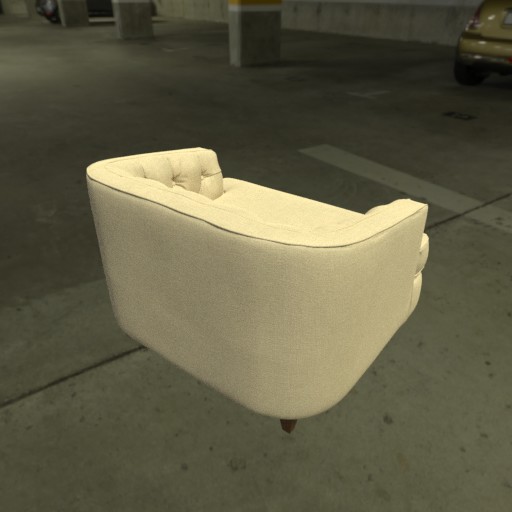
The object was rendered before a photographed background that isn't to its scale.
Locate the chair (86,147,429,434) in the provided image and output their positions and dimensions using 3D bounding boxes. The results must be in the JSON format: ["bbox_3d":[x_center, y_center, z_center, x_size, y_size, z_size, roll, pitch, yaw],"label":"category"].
[{"bbox_3d":[0.000,0.000,1.771,1.118,0.787,0.914,21,37,31],"label":"chair"}]
